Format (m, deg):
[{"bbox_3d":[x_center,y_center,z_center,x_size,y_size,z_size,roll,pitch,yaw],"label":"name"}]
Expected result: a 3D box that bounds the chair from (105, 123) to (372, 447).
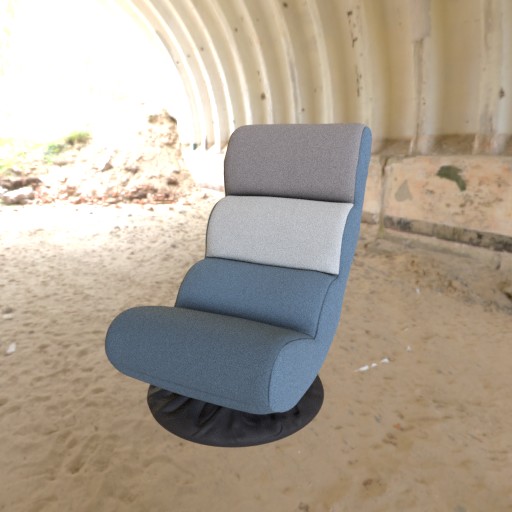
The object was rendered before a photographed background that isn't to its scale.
[{"bbox_3d":[0.000,0.000,1.080,0.420,0.641,0.661,7,16,26],"label":"chair"}]
